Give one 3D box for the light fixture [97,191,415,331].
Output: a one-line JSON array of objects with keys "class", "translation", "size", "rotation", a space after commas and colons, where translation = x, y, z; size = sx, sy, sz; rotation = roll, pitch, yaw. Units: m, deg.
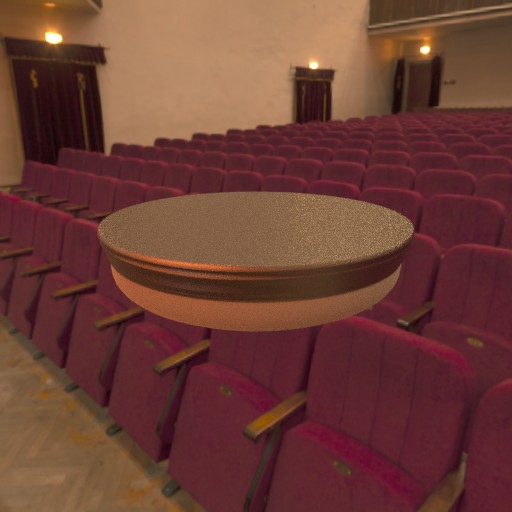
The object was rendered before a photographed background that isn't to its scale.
[{"class": "light fixture", "translation": [0.000, 0.000, 0.557], "size": [0.368, 0.100, 0.368], "rotation": [0, 18, 0]}]
